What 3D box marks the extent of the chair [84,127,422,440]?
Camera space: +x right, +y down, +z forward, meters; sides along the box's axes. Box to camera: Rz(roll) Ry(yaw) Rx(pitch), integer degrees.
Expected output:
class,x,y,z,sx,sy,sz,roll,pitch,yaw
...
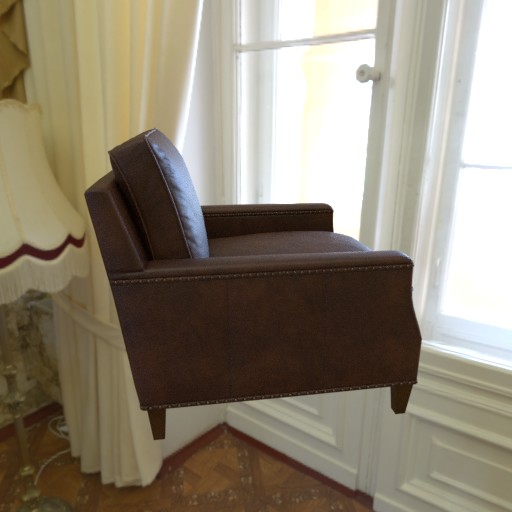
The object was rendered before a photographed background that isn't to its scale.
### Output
class,x,y,z,sx,sy,sz,roll,pitch,yaw
chair,0.000,0.000,1.690,1.014,0.929,0.853,-3,18,-8
